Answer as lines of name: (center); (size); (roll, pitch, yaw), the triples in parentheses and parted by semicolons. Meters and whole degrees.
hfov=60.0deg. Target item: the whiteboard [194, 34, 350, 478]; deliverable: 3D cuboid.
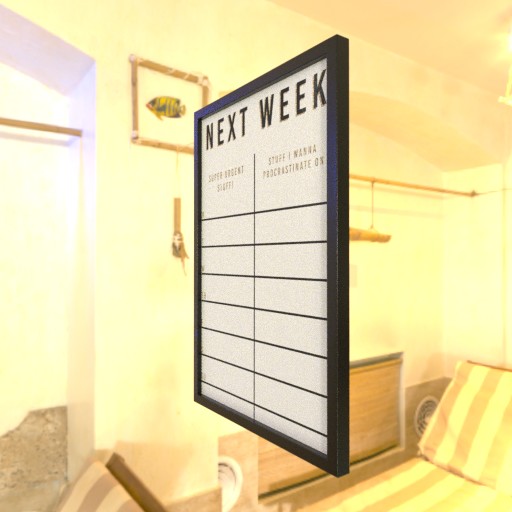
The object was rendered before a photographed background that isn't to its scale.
whiteboard: (0.000, 0.000, 0.777); (0.026, 0.611, 0.406); (0, 0, -37)
